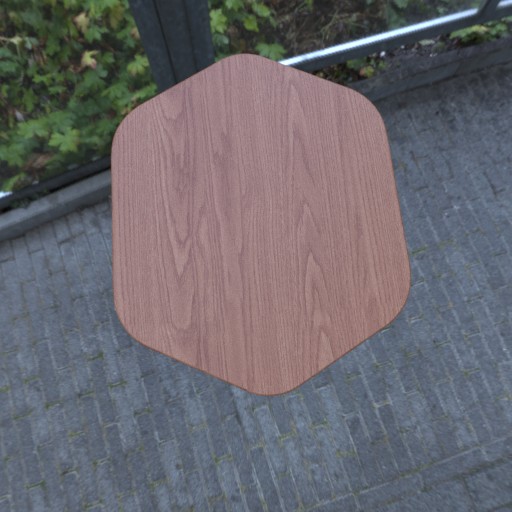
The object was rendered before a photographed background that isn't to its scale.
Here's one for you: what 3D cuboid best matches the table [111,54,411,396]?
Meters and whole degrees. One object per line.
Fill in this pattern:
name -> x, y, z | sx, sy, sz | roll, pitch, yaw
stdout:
table -> 0.000, 0.000, 0.887 | 0.400, 0.562, 0.500 | -5, 76, -1
